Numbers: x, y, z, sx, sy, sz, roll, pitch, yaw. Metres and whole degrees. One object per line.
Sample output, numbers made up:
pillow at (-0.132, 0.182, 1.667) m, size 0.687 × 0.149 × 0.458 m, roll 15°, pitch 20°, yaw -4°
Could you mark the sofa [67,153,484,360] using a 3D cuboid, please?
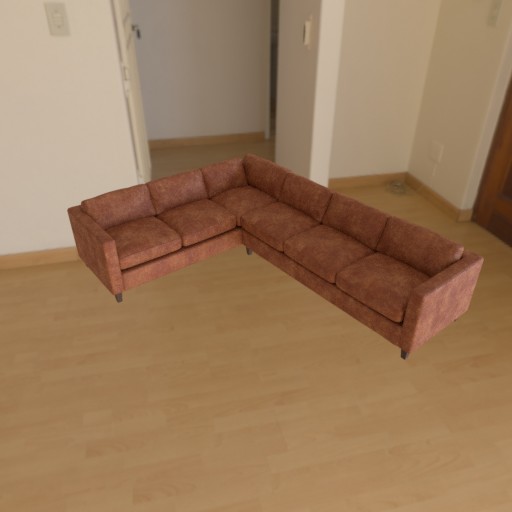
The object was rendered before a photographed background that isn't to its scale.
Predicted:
sofa at (0.000, 0.000, 4.275) m, size 2.438 × 0.838 × 3.150 m, roll -23°, pitch 39°, yaw -32°
